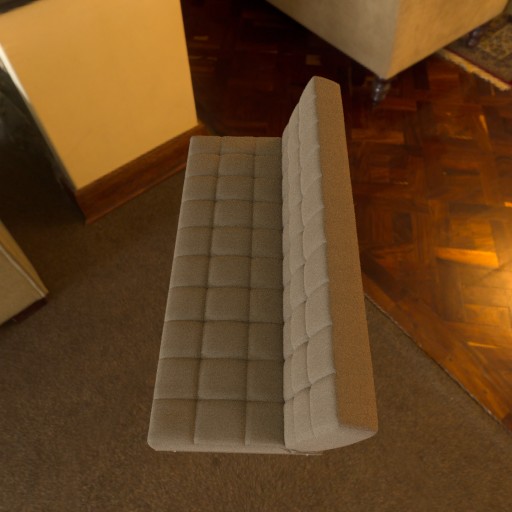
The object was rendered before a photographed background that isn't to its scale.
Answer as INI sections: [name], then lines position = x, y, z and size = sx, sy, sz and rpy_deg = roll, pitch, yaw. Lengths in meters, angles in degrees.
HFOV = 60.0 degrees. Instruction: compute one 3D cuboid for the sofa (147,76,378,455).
[sofa]
position = 0.000, 0.000, 2.228
size = 0.860, 0.810, 1.800
rpy_deg = 1, 58, 1
